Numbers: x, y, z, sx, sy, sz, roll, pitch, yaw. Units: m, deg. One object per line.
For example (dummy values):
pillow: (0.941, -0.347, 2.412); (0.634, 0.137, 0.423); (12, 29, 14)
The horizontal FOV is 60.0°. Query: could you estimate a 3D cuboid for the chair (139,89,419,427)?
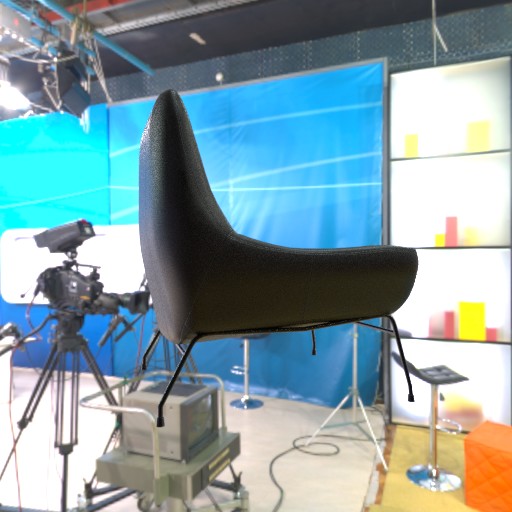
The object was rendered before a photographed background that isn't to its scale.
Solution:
chair: (0.000, 0.000, 1.621); (0.826, 0.922, 0.836); (0, 0, -18)
